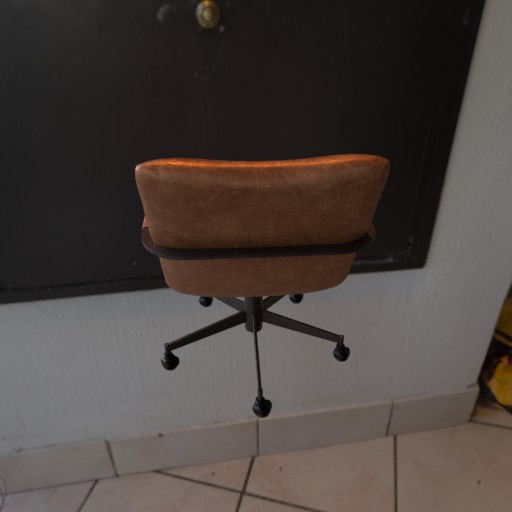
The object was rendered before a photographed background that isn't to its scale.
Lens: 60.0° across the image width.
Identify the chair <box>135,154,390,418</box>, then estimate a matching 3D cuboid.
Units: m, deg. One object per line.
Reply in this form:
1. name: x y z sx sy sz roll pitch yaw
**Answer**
1. chair: 0.000 0.000 1.508 0.727 0.922 0.754 -2 31 -3
